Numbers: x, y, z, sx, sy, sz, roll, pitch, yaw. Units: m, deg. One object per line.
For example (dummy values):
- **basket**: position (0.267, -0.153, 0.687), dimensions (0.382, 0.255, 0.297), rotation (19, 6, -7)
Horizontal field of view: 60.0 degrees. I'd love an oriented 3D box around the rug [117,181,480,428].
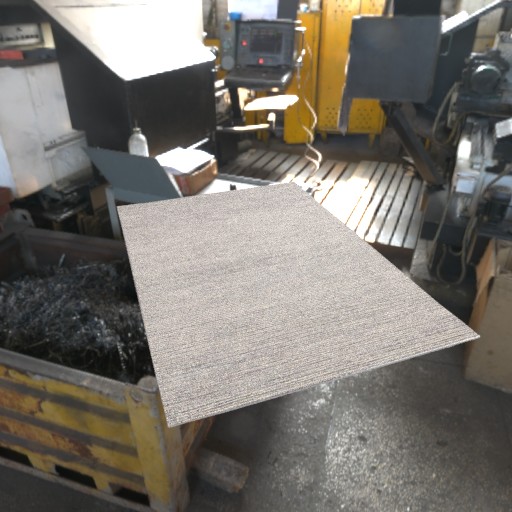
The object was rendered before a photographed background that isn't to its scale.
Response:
- **rug**: position (0.000, 0.000, 2.952), dimensions (1.604, 0.030, 2.307), rotation (-11, 32, -17)
